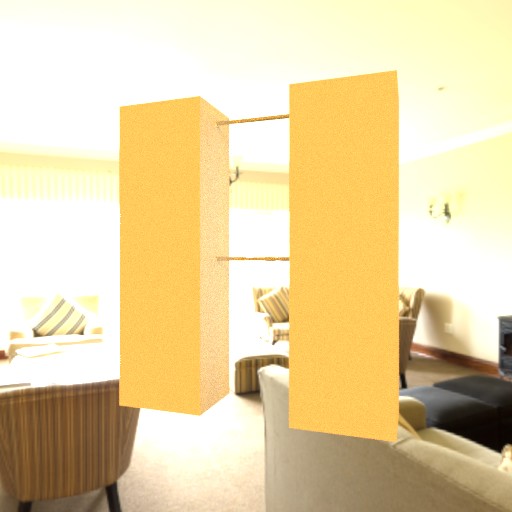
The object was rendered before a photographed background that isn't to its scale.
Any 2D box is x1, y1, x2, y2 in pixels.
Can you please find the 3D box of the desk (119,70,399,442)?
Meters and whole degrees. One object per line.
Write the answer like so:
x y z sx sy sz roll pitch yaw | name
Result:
0.000 0.000 2.900 1.770 2.000 0.480 0 0 19 | desk
